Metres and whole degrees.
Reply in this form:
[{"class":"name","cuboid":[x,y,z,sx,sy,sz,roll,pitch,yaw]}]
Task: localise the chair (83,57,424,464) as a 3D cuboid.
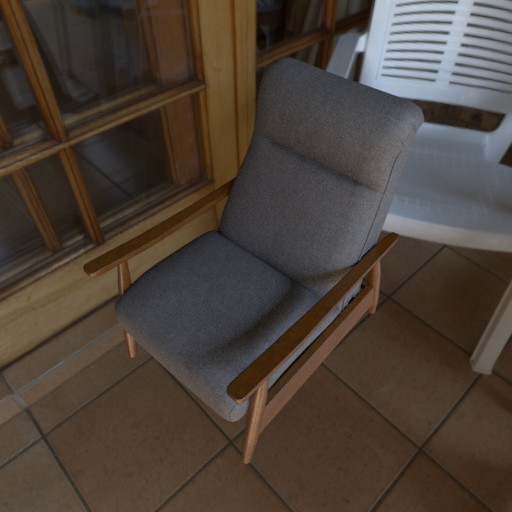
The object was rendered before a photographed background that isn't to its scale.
[{"class":"chair","cuboid":[0.000,0.000,1.719,0.762,1.081,1.014,33,55,26]}]
